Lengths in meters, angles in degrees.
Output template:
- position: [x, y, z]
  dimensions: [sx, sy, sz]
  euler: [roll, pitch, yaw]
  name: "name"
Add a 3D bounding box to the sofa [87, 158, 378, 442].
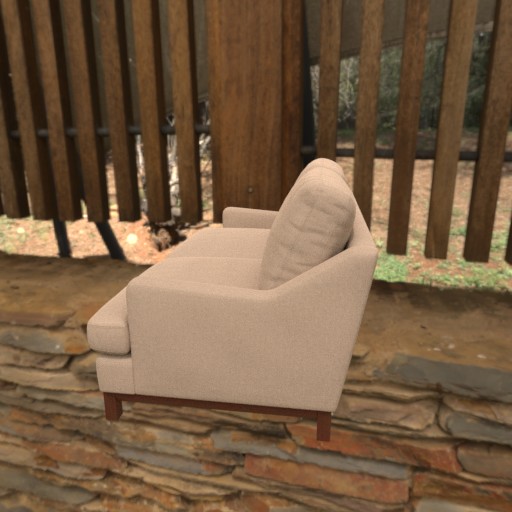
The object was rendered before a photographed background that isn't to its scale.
- position: [0.000, 0.000, 2.244]
  dimensions: [1.004, 0.910, 1.619]
  euler: [2, 16, 8]
  name: "sofa"
